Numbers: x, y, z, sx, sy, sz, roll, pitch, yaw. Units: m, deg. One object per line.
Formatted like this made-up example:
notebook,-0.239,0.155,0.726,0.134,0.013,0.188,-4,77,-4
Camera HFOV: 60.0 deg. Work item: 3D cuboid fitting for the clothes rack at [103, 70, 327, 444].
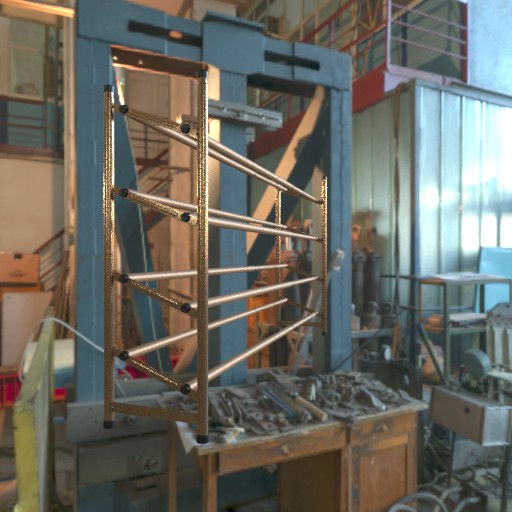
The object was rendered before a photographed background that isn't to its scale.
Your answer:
clothes rack,0.000,0.000,1.378,0.229,0.672,1.168,0,0,20
